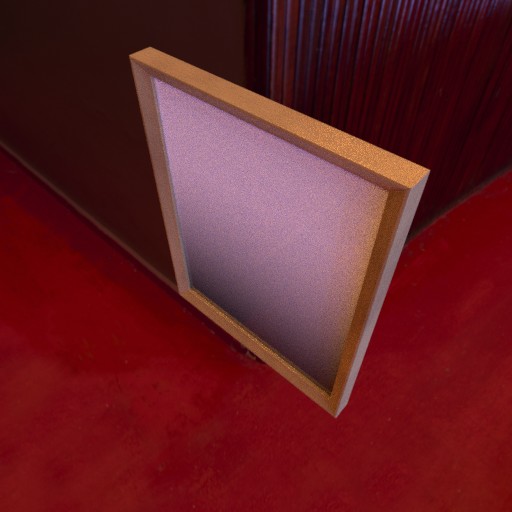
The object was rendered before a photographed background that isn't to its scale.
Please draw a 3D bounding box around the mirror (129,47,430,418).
[{"bbox_3d":[0.000,0.000,0.681,0.406,0.509,0.041,33,56,27],"label":"mirror"}]
